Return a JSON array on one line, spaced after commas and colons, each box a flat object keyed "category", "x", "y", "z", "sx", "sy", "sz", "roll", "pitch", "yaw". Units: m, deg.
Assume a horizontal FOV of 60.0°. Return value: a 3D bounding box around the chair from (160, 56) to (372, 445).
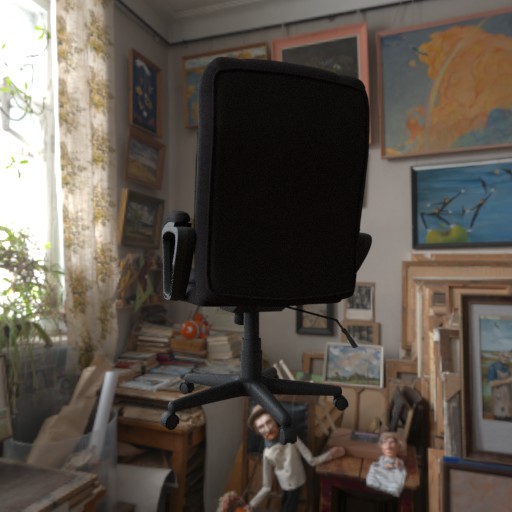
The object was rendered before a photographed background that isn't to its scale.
[{"category": "chair", "x": 0.000, "y": 0.000, "z": 1.570, "sx": 0.667, "sy": 1.105, "sz": 0.724, "roll": 1, "pitch": -2, "yaw": -18}]
